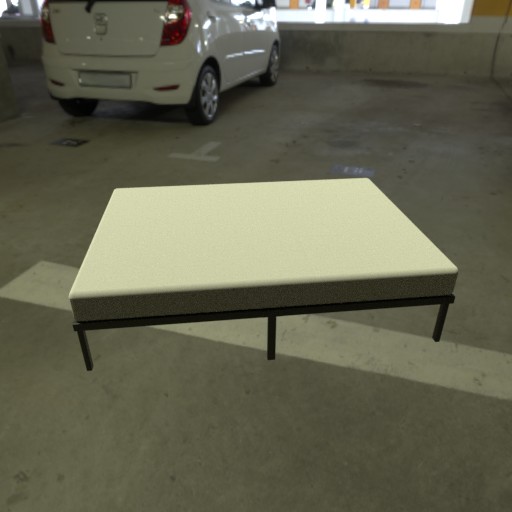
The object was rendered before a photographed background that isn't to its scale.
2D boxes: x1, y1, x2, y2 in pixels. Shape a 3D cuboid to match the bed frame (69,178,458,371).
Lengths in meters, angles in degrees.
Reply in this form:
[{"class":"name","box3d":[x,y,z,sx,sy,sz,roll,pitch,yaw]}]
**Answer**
[{"class":"bed frame","box3d":[0.000,0.000,3.881,2.842,0.680,2.205,0,30,0]}]
